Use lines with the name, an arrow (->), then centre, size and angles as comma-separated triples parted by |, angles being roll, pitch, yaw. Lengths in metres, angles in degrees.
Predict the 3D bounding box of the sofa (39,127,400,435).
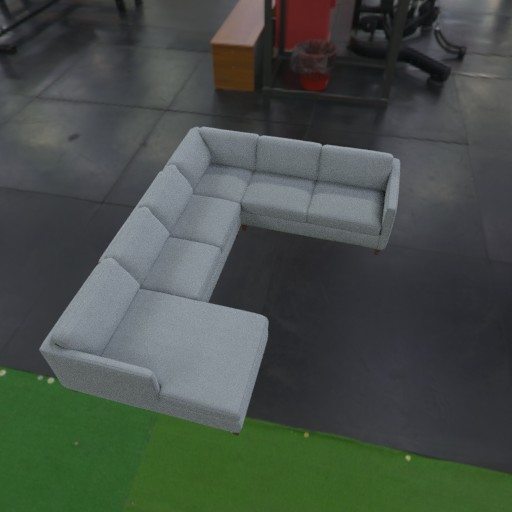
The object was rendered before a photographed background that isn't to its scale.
sofa -> 0.000, 0.000, 4.327 | 2.551, 0.853, 3.238 | 11, 48, 10
